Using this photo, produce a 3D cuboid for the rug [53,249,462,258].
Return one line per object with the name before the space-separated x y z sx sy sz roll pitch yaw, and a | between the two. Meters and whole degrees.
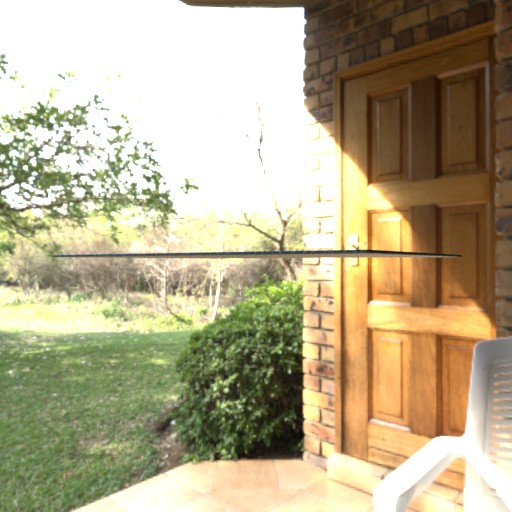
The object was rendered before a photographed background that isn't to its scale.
rug | 0.000 0.000 2.859 2.144 0.015 1.543 -1 -1 36
